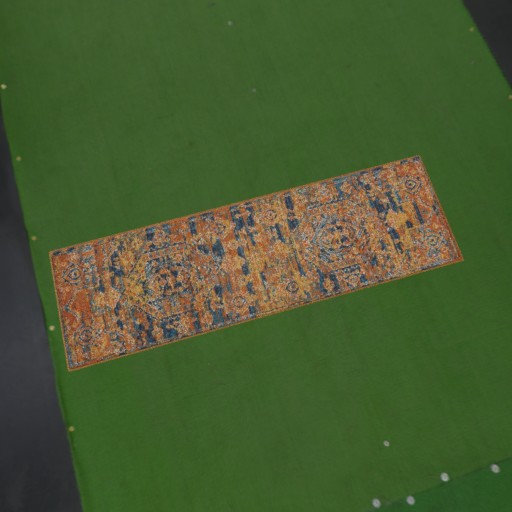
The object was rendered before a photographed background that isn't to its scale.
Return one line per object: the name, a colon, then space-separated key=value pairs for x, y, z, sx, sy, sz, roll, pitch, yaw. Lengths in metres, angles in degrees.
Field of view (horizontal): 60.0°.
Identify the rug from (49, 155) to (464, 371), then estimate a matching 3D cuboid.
rug: x=0.000 y=0.000 z=2.027 sx=1.820 sy=0.013 sz=0.556 roll=-15 pitch=75 yaw=-4
